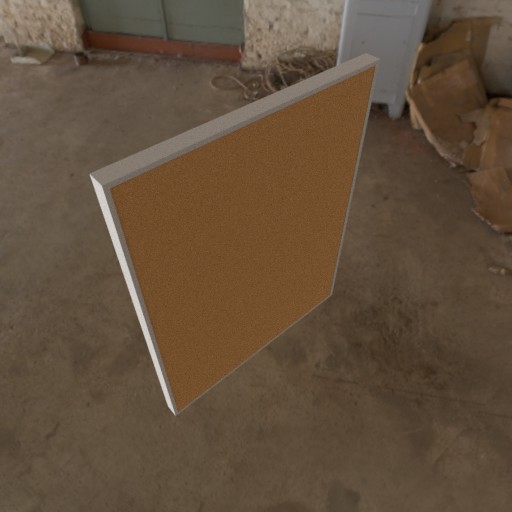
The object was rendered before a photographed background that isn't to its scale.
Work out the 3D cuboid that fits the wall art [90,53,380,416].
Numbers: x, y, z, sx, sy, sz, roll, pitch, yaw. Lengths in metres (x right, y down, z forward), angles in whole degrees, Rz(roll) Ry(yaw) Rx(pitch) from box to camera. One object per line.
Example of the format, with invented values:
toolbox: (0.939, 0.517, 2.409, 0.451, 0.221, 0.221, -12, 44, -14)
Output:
wall art: (0.000, 0.000, 1.040, 0.611, 0.763, 0.055, -33, 55, -27)
